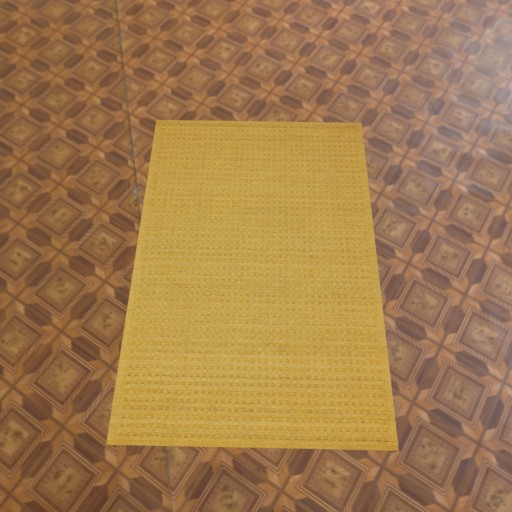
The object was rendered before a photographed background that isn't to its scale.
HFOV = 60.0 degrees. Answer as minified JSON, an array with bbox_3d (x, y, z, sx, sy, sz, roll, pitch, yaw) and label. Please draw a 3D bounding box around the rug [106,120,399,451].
[{"bbox_3d":[0.000,0.000,3.642,1.981,0.006,2.895,1,64,0],"label":"rug"}]
